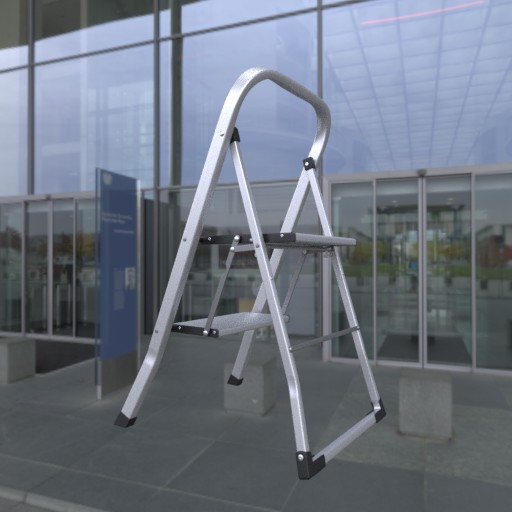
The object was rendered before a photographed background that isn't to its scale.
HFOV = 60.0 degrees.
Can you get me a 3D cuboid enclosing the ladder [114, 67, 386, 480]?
[{"bbox_3d":[0.000,0.000,1.128,0.530,0.830,0.465,0,-1,35],"label":"ladder"}]
